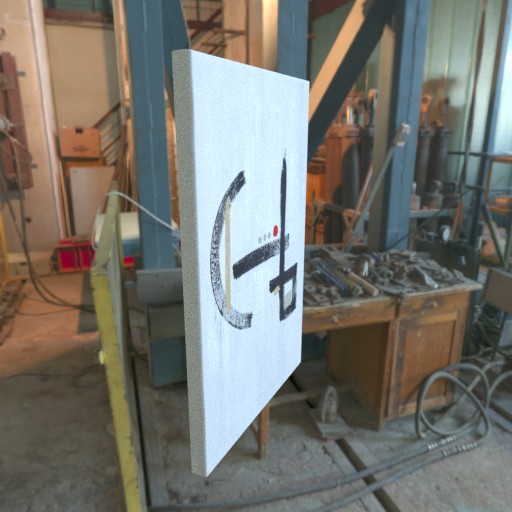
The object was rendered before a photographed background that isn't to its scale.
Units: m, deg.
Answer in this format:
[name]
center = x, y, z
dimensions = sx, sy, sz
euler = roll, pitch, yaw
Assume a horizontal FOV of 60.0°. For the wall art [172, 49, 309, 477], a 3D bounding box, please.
[wall art]
center = 0.000, 0.000, 1.171
dimensions = 0.048, 0.916, 0.602
euler = 8, 18, 26
